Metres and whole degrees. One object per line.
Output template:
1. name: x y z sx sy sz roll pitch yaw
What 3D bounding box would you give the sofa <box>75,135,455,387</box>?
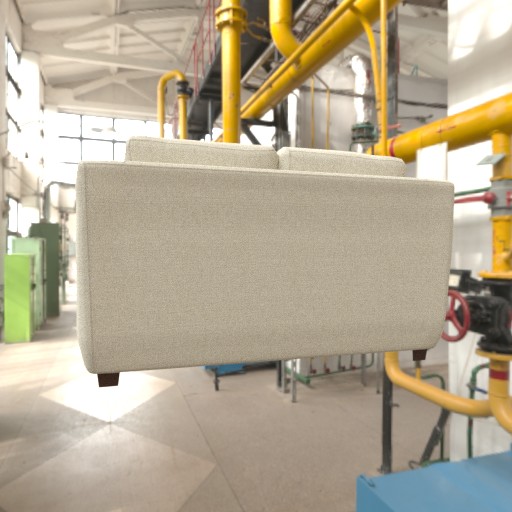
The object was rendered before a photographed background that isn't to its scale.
1. sofa: 0.000 0.000 2.362 1.744 1.047 1.040 0 0 -17
